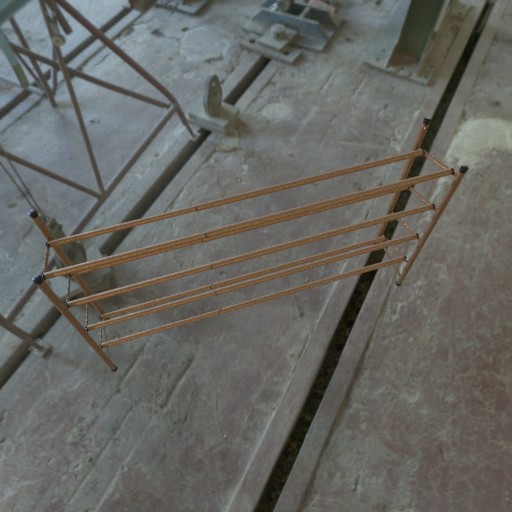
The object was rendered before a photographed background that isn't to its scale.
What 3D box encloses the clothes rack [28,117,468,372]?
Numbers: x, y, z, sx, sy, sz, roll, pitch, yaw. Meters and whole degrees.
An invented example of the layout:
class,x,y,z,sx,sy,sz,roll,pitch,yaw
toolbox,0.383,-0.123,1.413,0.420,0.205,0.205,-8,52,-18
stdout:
class,x,y,z,sx,sy,sz,roll,pitch,yaw
clothes rack,0.000,0.000,1.467,1.168,0.672,0.229,-15,59,-9
